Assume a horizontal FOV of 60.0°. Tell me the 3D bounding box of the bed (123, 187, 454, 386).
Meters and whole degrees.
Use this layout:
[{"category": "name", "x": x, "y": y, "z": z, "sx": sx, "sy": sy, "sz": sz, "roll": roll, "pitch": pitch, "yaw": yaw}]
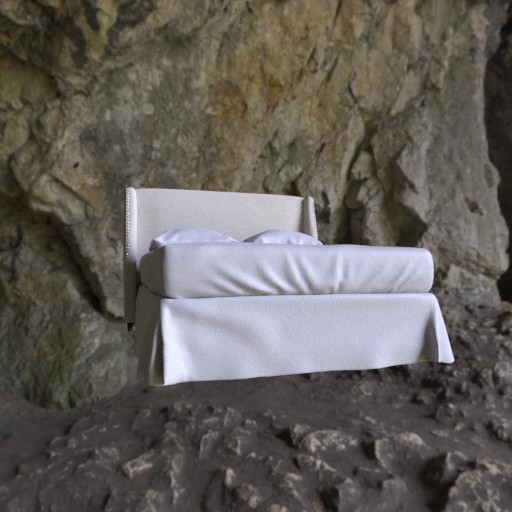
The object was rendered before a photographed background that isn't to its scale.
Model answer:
[{"category": "bed", "x": 0.000, "y": 0.000, "z": 3.405, "sx": 1.925, "sy": 1.332, "sz": 2.276, "roll": 0, "pitch": -2, "yaw": -18}]
